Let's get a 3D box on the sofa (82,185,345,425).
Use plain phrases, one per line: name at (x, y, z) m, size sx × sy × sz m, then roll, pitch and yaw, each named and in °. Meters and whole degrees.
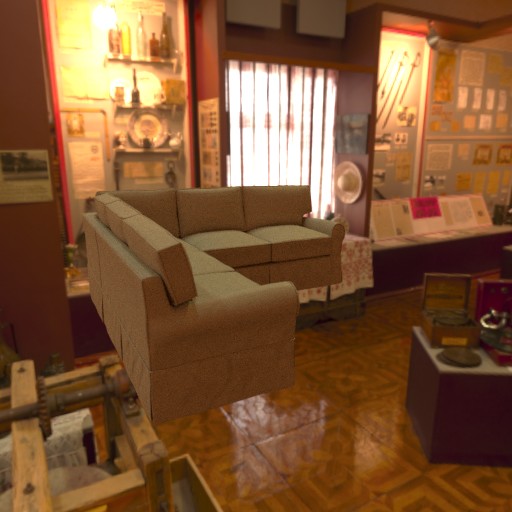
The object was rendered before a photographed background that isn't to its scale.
sofa at (0.000, 0.000, 3.993) m, size 2.623 × 1.081 × 2.618 m, roll -7°, pitch 16°, yaw -27°
